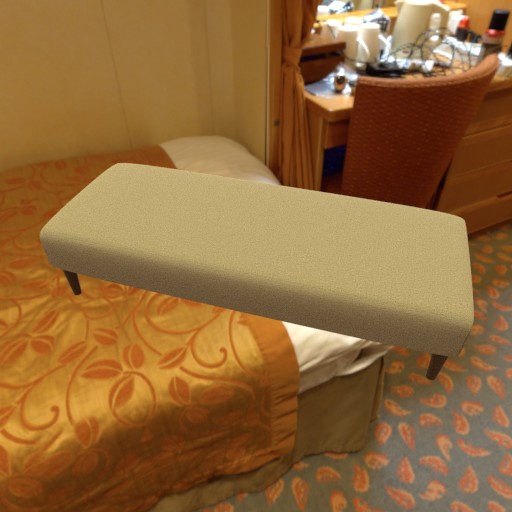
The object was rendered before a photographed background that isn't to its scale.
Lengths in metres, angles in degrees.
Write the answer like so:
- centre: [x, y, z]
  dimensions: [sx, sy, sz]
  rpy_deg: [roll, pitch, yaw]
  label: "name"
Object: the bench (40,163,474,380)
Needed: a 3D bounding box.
- centre: [0.000, 0.000, 1.874]
  dimensions: [1.609, 0.393, 0.646]
  rpy_deg: [11, 41, 13]
  label: "bench"
